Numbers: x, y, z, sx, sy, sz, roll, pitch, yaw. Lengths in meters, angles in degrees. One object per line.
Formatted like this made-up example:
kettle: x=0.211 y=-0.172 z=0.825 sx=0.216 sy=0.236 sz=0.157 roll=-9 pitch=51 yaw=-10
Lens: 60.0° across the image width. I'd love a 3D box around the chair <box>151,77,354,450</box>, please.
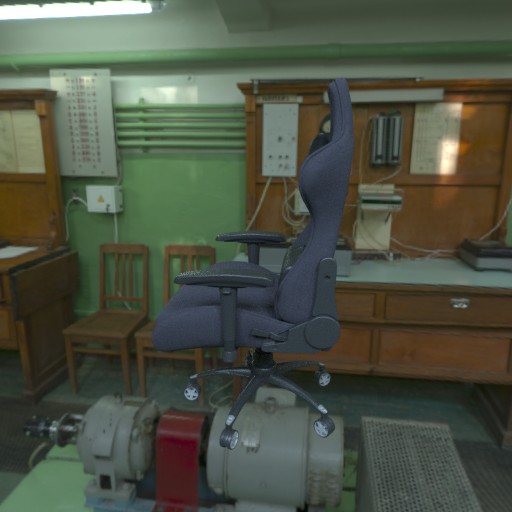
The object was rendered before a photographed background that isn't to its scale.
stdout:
chair: x=0.000 y=0.000 z=1.747 sx=0.695 sy=1.300 sz=0.730 roll=2 pitch=14 yaw=7
